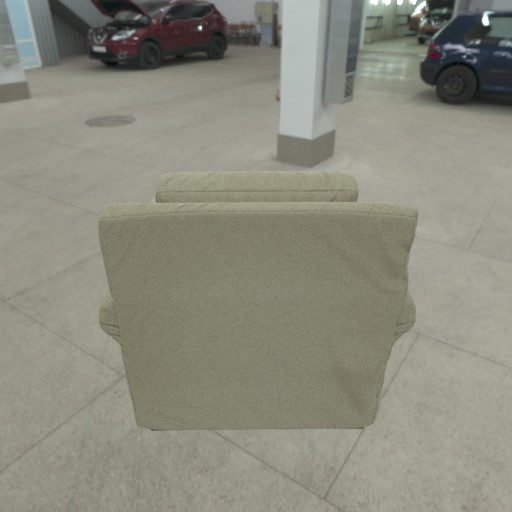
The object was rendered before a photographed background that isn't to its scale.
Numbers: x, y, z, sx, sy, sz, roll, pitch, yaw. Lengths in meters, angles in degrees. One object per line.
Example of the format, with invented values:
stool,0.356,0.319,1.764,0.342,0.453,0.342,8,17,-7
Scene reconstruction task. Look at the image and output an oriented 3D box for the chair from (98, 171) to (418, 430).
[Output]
chair,0.000,0.000,1.738,0.940,0.866,1.066,0,30,-1
